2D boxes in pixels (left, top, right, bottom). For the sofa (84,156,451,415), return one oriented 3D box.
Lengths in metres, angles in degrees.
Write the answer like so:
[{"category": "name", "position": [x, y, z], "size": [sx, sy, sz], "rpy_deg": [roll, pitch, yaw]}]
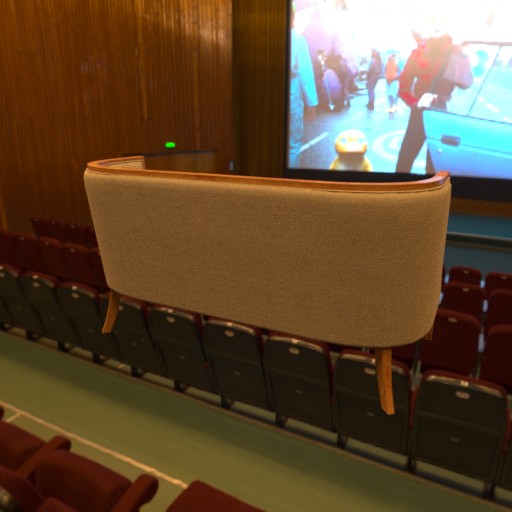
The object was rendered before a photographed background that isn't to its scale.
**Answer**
[{"category": "sofa", "position": [0.000, 0.000, 1.917], "size": [1.474, 0.775, 0.770], "rpy_deg": [9, 19, 26]}]
